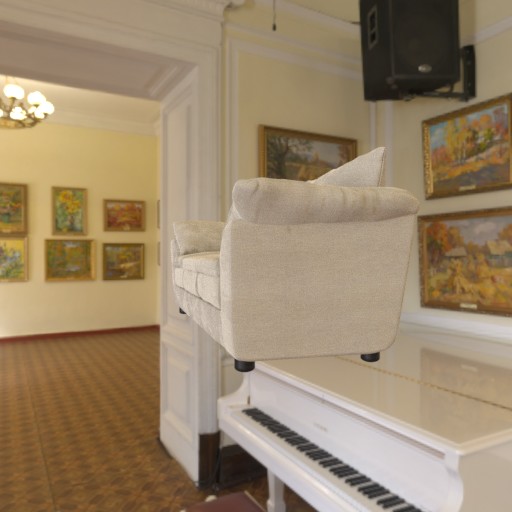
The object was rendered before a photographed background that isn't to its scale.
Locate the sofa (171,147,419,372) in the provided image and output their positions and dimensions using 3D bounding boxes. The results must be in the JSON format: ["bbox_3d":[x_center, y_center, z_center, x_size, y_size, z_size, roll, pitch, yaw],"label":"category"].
[{"bbox_3d":[0.000,0.000,2.902,0.893,0.981,2.377,0,0,-17],"label":"sofa"}]
